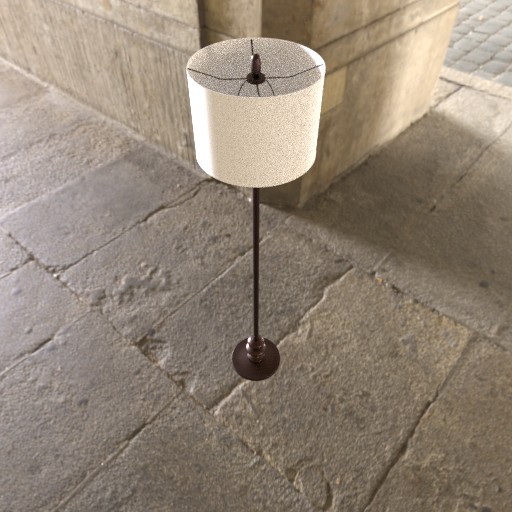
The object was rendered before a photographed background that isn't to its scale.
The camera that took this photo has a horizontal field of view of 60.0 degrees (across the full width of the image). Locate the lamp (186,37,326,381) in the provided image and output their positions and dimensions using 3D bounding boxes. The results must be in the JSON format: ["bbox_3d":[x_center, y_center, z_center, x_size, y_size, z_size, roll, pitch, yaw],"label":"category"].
[{"bbox_3d":[0.000,0.000,1.661,0.356,1.487,0.356,-3,47,-3],"label":"lamp"}]
